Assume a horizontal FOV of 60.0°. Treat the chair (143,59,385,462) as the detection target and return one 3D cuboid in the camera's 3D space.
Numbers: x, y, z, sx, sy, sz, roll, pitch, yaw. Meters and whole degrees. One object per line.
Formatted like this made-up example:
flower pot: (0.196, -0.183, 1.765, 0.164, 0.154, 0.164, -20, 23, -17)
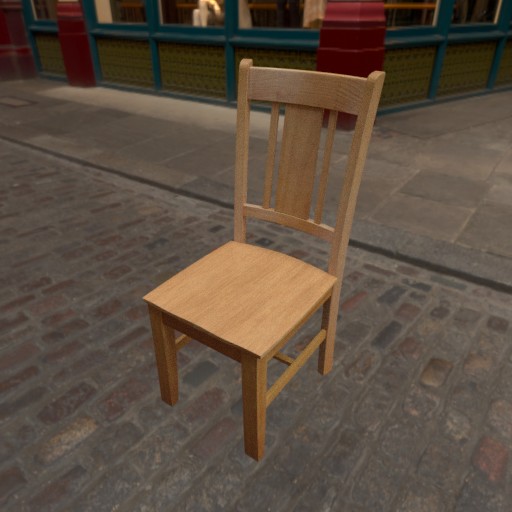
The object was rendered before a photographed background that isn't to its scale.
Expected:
chair: (0.000, 0.000, 1.316, 0.450, 0.998, 0.556, 20, 36, 30)
